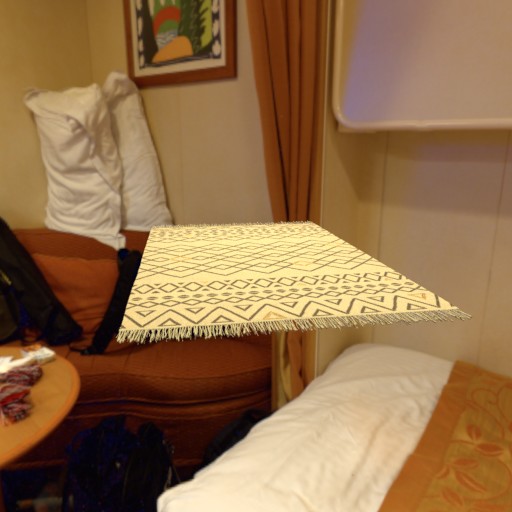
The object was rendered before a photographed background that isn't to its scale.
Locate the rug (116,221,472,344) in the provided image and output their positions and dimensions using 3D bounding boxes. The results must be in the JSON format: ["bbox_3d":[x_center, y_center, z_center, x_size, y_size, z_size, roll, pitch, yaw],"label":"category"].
[{"bbox_3d":[0.000,0.000,2.961,1.495,0.035,2.472,-2,14,-9],"label":"rug"}]
